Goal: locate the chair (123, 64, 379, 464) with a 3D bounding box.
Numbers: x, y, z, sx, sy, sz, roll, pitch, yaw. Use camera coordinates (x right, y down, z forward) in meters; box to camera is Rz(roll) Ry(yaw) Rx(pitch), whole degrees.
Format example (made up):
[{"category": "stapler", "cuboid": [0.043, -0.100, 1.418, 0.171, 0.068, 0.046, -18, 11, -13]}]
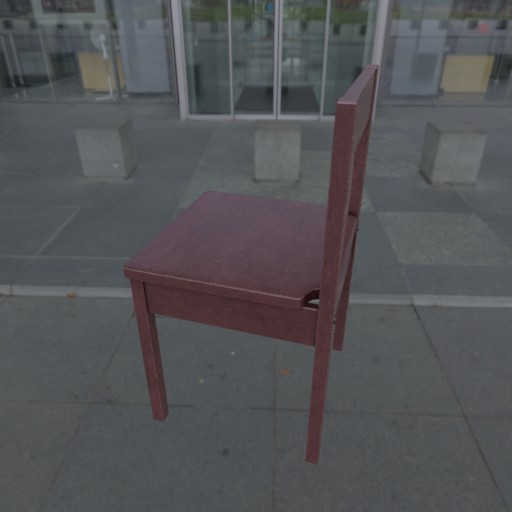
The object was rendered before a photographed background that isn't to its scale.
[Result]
[{"category": "chair", "cuboid": [0.000, 0.000, 0.871, 0.361, 0.668, 0.367, 9, 31, 15]}]
